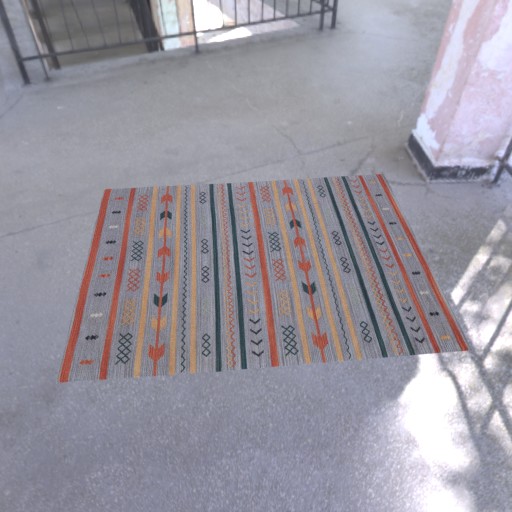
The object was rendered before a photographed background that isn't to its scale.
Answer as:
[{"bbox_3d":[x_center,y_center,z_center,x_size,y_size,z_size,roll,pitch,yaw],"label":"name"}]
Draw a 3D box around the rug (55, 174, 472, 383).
[{"bbox_3d":[0.000,0.000,3.981,3.029,0.022,2.263,-4,46,-4],"label":"rug"}]
